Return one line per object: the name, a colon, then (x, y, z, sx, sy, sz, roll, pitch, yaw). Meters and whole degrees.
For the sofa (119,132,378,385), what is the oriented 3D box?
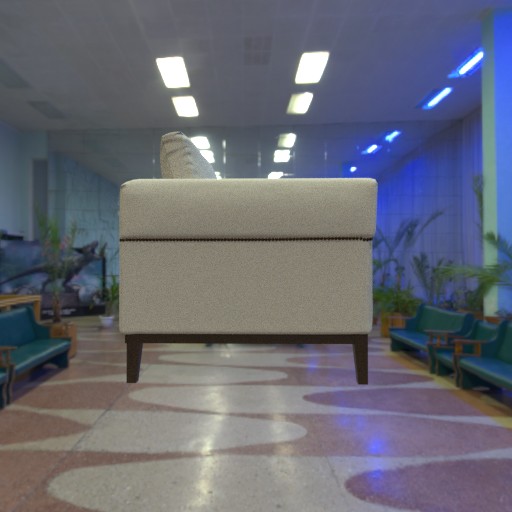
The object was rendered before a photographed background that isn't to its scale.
sofa: (0.000, 0.000, 2.594, 0.902, 0.911, 2.198, 0, -1, 1)
